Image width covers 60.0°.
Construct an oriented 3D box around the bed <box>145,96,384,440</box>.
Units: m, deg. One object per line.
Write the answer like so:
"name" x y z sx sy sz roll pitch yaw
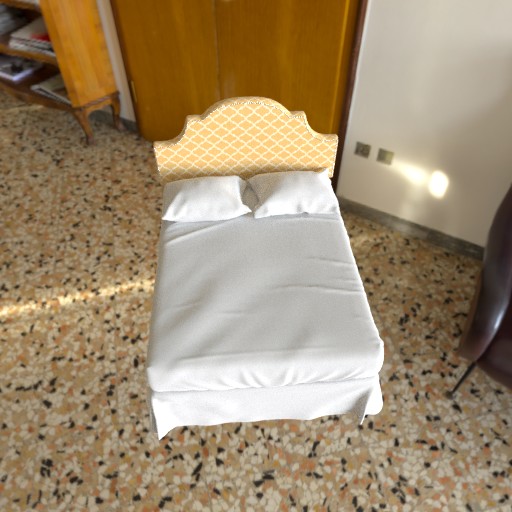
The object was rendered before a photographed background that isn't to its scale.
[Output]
"bed" 0.000 0.000 3.439 1.780 1.633 2.222 -3 47 -3
